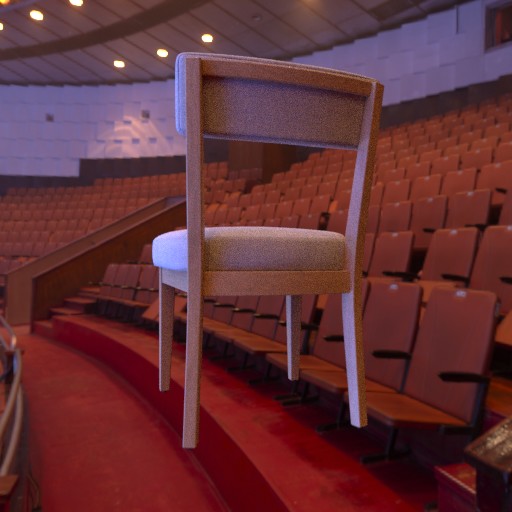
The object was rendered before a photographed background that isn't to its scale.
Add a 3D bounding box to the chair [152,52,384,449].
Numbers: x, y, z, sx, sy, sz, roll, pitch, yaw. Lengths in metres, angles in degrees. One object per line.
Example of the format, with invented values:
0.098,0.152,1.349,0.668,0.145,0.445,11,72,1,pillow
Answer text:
0.000,0.000,1.188,0.508,0.832,0.572,0,-1,-17,chair
